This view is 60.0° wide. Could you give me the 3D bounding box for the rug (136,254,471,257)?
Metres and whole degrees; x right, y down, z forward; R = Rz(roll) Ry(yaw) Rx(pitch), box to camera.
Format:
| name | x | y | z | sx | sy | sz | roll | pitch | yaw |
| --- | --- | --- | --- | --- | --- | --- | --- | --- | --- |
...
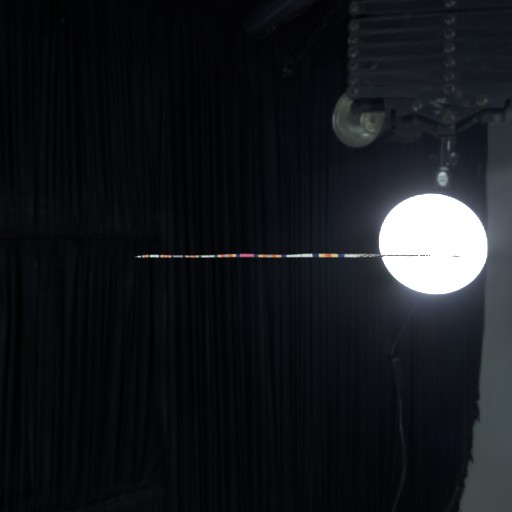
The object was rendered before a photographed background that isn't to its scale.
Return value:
| name | x | y | z | sx | sy | sz | roll | pitch | yaw |
| --- | --- | --- | --- | --- | --- | --- | --- | --- | --- |
| rug | 0.000 | 0.000 | 2.780 | 0.695 | 0.017 | 2.455 | 0 | 0 | -35 |
